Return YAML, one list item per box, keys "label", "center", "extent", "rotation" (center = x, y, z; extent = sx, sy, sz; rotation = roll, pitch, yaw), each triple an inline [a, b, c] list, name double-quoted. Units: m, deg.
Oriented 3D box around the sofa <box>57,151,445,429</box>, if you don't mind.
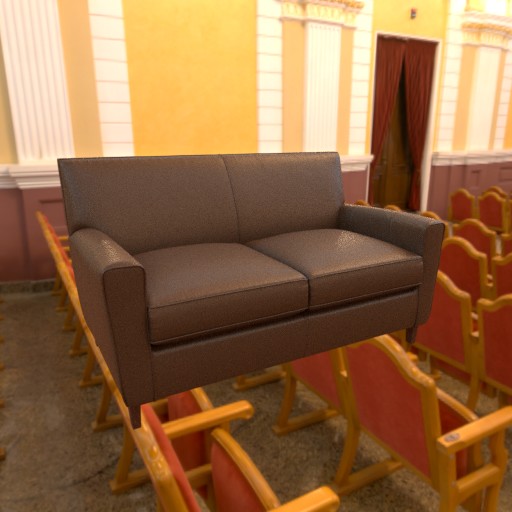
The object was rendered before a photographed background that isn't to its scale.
- label: "sofa"
  center: [0.000, 0.000, 1.977]
  extent: [1.468, 0.859, 0.853]
  rotation: [-8, 18, -28]
